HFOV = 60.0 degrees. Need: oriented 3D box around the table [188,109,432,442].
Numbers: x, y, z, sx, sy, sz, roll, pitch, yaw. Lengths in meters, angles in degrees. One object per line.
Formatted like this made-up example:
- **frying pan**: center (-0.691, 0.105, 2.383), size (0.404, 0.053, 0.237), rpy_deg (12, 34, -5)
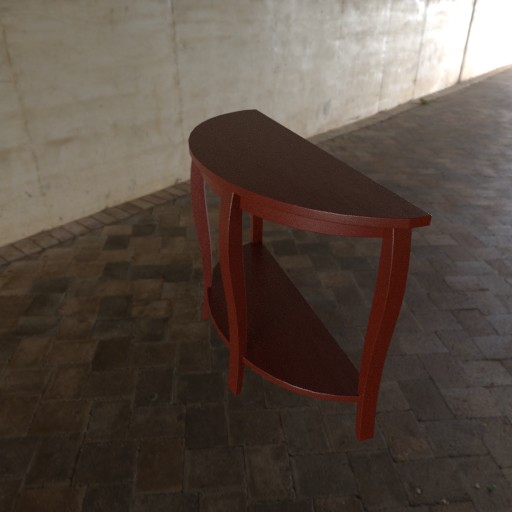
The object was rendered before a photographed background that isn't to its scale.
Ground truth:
- **table**: center (0.000, 0.000, 1.604), size (0.405, 0.779, 1.219), rpy_deg (-9, 31, -16)
